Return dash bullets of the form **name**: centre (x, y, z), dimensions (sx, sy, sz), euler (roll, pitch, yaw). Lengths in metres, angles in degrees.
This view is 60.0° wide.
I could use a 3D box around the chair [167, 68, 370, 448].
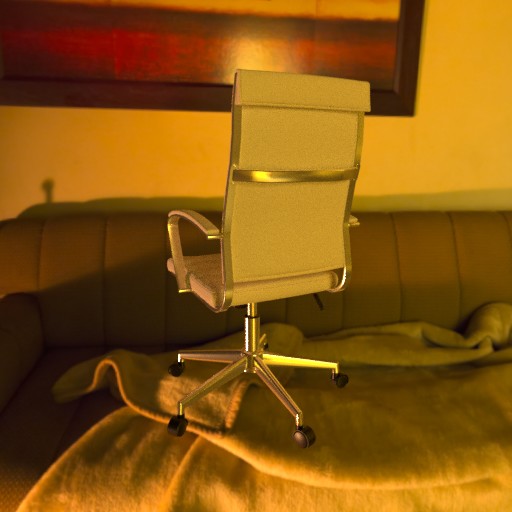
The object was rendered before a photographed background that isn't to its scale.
- **chair**: centre (0.000, 0.000, 1.624), dimensions (0.766, 1.149, 0.739), euler (-6, 14, -27)
